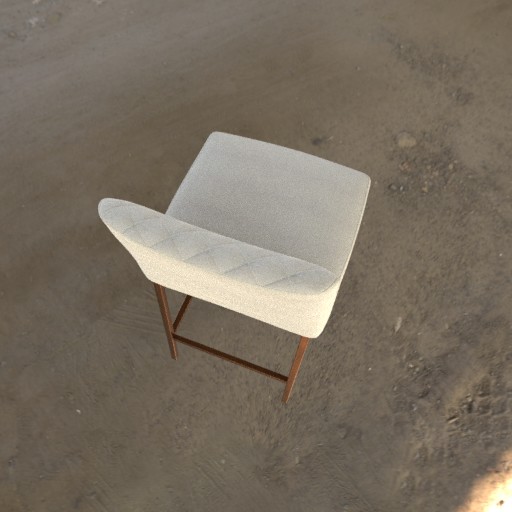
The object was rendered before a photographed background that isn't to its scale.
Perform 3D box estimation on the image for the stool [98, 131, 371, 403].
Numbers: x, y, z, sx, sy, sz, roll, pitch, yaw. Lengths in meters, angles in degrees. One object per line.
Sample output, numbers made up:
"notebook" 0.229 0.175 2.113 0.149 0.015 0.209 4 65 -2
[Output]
"stool" 0.000 0.000 1.302 0.507 0.973 0.576 19 65 9
